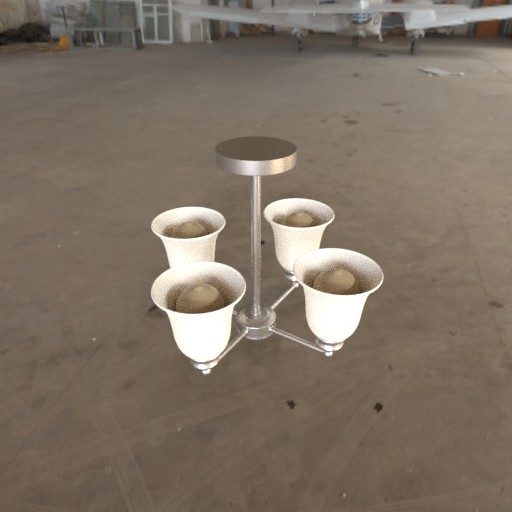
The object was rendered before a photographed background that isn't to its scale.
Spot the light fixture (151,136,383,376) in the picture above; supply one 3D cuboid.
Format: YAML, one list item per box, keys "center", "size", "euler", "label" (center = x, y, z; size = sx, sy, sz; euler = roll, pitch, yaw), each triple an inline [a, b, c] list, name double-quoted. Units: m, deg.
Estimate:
- center: [0.000, 0.000, 0.746]
  size: [0.427, 0.370, 0.427]
  euler: [19, 35, 28]
  label: "light fixture"
